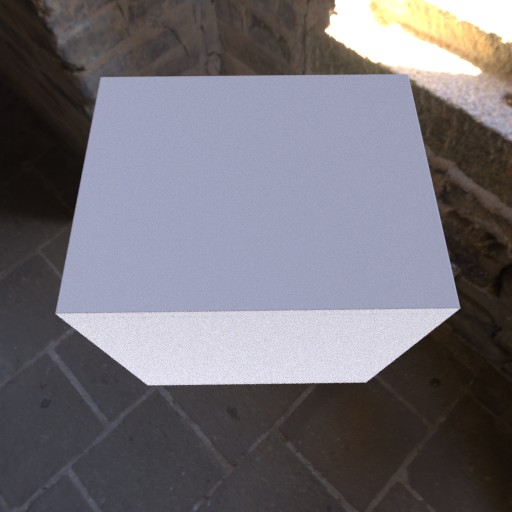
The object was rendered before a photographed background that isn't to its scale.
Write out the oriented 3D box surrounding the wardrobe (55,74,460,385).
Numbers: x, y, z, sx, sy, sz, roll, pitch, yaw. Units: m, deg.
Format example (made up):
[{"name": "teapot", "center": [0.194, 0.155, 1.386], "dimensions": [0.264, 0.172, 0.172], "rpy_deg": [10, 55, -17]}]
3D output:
[{"name": "wardrobe", "center": [0.000, 0.000, 0.867], "dimensions": [0.500, 0.520, 0.400], "rpy_deg": [-1, 64, 0]}]
